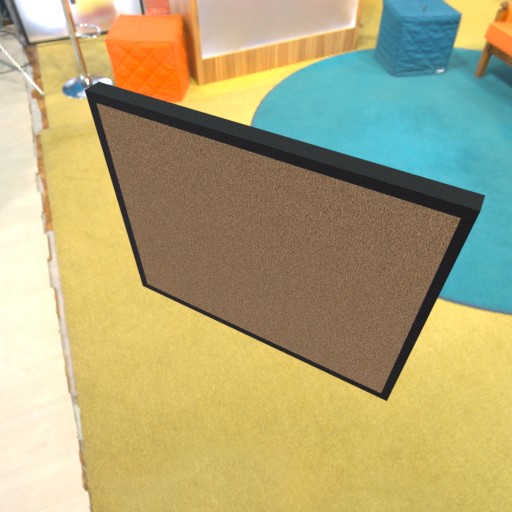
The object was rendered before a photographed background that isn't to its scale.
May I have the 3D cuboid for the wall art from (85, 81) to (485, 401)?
[{"bbox_3d":[0.000,0.000,0.732,0.554,0.454,0.030,22,51,19],"label":"wall art"}]
